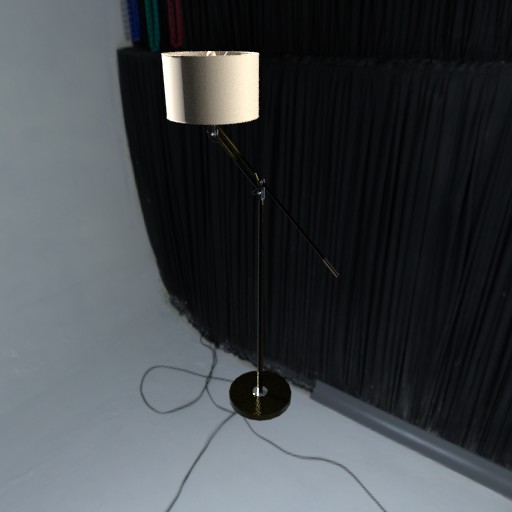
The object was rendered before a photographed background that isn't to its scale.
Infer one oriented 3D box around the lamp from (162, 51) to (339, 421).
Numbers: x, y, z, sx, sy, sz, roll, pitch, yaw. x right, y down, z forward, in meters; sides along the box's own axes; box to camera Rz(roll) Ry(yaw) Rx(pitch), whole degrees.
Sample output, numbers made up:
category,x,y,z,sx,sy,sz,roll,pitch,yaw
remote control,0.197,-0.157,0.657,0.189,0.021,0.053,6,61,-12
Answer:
category,x,y,z,sx,sy,sz,roll,pitch,yaw
lamp,0.000,0.000,1.964,0.809,1.635,0.373,19,32,32
